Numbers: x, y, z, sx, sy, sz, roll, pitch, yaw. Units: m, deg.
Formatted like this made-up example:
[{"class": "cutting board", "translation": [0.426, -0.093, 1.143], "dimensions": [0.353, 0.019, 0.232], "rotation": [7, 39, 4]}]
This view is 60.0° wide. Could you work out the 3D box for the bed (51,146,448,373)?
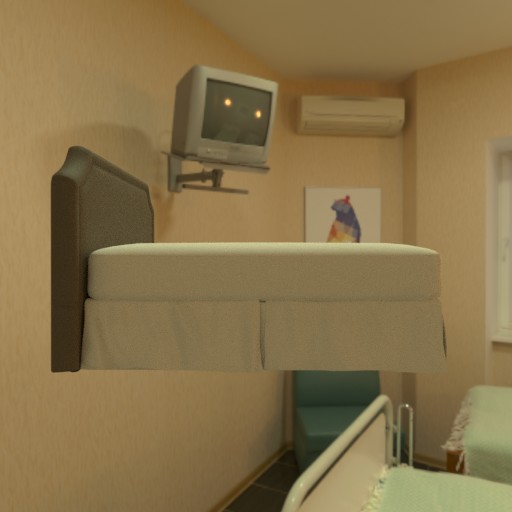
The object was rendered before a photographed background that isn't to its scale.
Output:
[{"class": "bed", "translation": [0.000, 0.000, 3.236], "dimensions": [2.181, 1.297, 1.831], "rotation": [0, 1, 1]}]
